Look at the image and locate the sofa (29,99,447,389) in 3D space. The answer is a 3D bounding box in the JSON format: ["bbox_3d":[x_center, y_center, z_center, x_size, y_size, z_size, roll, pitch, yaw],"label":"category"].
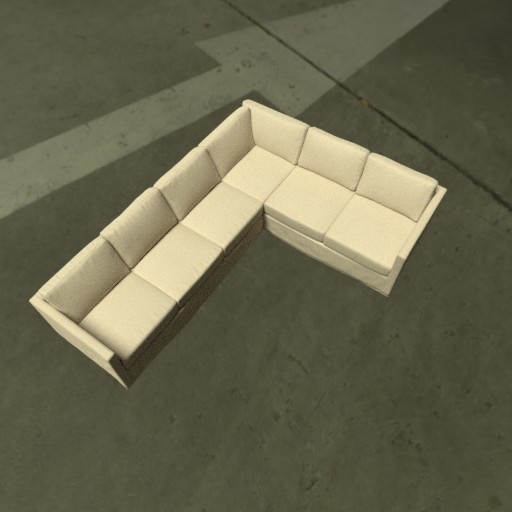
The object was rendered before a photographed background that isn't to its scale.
[{"bbox_3d":[0.000,0.000,4.231,2.432,0.871,3.182,30,61,18],"label":"sofa"}]
